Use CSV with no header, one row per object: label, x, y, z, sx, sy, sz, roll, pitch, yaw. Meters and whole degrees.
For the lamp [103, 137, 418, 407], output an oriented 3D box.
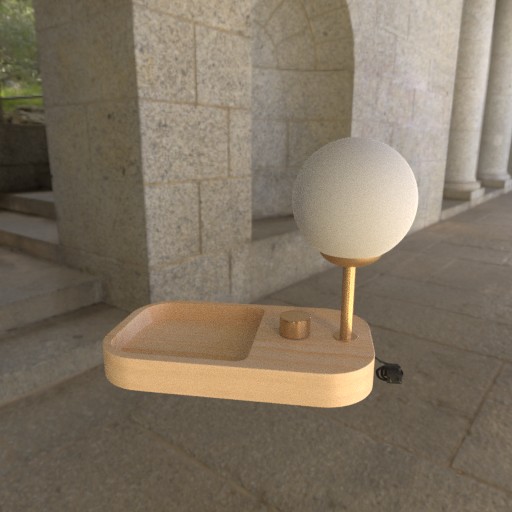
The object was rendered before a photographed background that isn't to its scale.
lamp,0.000,0.000,0.487,0.331,0.253,0.173,2,15,9
